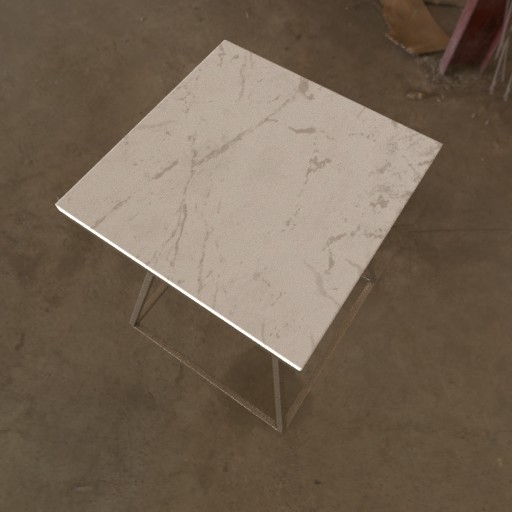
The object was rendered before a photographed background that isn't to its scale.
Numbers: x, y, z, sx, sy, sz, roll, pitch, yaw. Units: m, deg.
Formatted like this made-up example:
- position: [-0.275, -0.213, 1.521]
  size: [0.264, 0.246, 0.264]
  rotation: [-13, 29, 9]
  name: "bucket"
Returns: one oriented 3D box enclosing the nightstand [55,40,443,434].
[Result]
- position: [0.000, 0.000, 0.891]
  size: [0.455, 0.554, 0.455]
  rotation: [32, 68, 14]
  name: "nightstand"
